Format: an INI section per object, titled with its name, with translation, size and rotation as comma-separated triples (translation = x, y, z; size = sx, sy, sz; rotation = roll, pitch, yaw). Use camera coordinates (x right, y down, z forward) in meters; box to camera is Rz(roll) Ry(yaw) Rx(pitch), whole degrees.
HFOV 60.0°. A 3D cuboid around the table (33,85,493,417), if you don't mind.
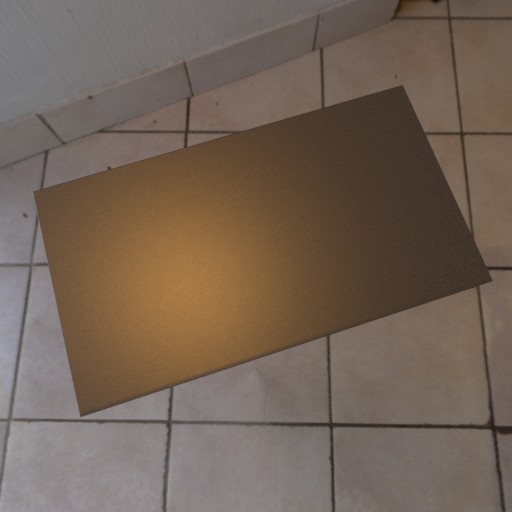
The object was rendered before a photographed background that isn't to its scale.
[table]
translation = 0.000, 0.000, 1.396
size = 1.068, 0.493, 0.612
rotation = -17, 76, -4
